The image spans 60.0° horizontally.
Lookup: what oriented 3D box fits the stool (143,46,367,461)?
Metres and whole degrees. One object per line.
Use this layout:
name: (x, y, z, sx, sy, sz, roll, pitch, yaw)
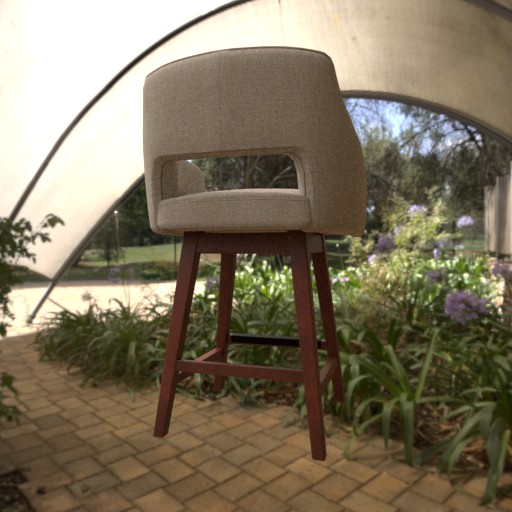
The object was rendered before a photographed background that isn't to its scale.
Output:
stool: (0.000, 0.000, 1.262, 0.599, 0.944, 0.558, 0, 1, 18)
